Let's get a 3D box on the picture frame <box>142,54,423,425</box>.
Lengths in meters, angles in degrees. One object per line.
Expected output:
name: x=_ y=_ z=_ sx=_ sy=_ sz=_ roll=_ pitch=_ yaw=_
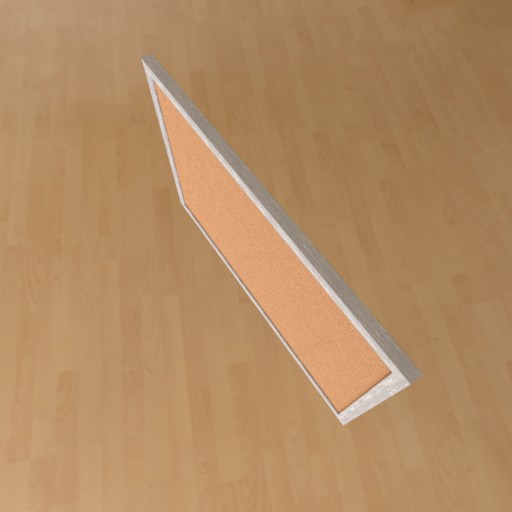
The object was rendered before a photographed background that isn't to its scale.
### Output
picture frame: x=0.000 y=0.000 z=1.203 sx=0.029 sy=0.640 sz=0.950 roll=-32 pitch=68 yaw=-15
